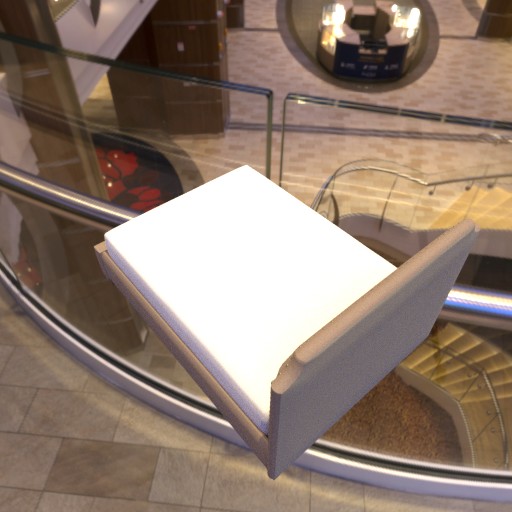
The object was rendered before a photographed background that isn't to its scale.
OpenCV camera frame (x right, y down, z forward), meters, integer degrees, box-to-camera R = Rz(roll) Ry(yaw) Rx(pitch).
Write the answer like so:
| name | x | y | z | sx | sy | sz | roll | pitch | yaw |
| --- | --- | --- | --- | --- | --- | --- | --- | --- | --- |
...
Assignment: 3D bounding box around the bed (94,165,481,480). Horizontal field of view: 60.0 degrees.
| name | x | y | z | sx | sy | sz | roll | pitch | yaw |
| --- | --- | --- | --- | --- | --- | --- | --- | --- | --- |
| bed | 0.000 | 0.000 | 3.392 | 1.713 | 1.443 | 2.372 | -32 | 54 | -27 |
